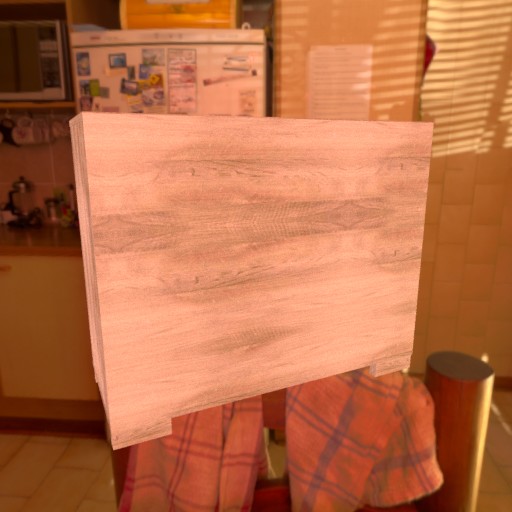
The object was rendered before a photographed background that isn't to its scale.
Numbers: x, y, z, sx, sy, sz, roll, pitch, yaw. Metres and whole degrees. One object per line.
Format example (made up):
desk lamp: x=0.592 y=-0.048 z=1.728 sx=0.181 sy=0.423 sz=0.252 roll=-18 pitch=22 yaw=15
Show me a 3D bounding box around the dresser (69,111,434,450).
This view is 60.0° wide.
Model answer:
dresser: x=0.000 y=0.000 z=1.401 sx=0.994 sy=0.816 sz=0.404 roll=-7 pitch=16 yaw=-25
